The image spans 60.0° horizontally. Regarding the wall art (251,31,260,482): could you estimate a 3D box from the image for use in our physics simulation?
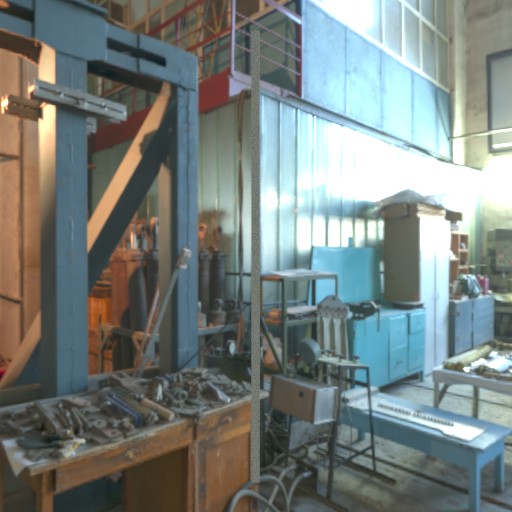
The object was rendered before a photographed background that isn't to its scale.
[{"bbox_3d":[0.000,0.000,1.203,0.015,0.812,0.812,0,0,0],"label":"wall art"}]
